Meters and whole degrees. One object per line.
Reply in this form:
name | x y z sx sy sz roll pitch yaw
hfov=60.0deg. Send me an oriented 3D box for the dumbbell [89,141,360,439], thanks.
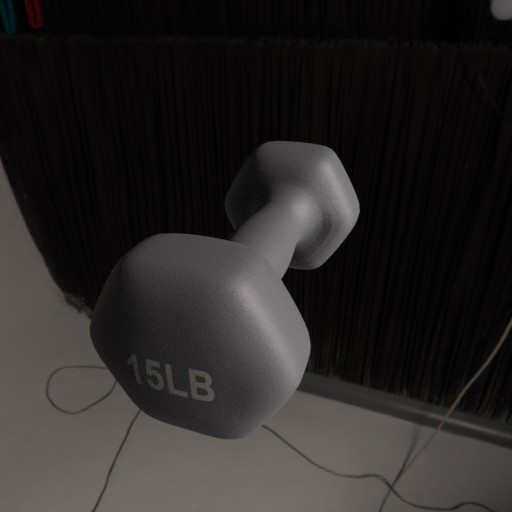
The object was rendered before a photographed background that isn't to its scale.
dumbbell | 0.000 0.000 0.303 0.116 0.105 0.240 10 31 17
